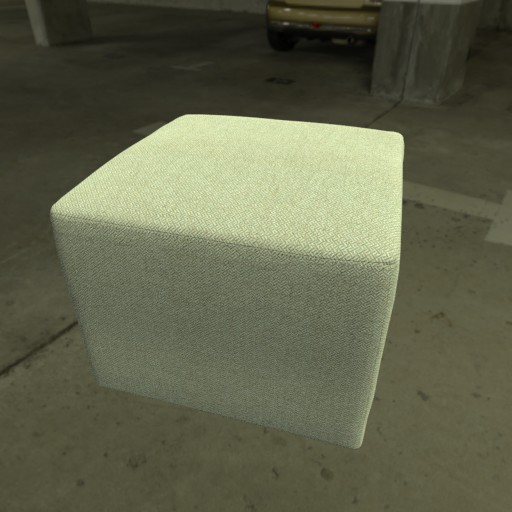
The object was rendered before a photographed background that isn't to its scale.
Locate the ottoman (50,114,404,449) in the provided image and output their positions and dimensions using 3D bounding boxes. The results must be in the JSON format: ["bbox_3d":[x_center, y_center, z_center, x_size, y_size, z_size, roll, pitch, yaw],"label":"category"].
[{"bbox_3d":[0.000,0.000,0.899,0.521,0.453,0.512,9,35,13],"label":"ottoman"}]
